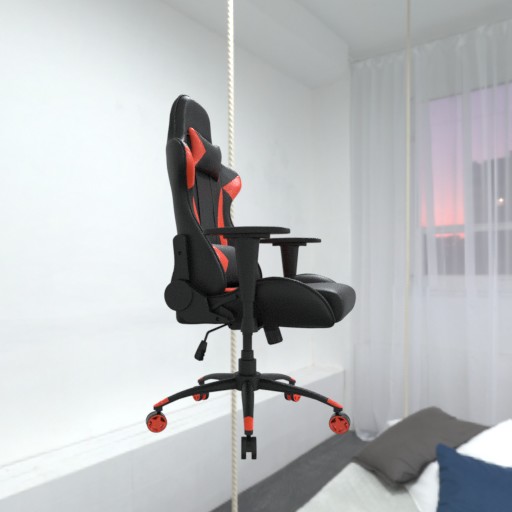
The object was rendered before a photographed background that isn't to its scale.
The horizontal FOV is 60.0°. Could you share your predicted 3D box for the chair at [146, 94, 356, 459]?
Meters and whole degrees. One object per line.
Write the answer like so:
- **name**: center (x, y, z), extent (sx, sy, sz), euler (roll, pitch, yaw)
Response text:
- **chair**: center (0.000, 0.000, 1.719), extent (0.730, 1.282, 0.695), euler (0, -1, 18)
